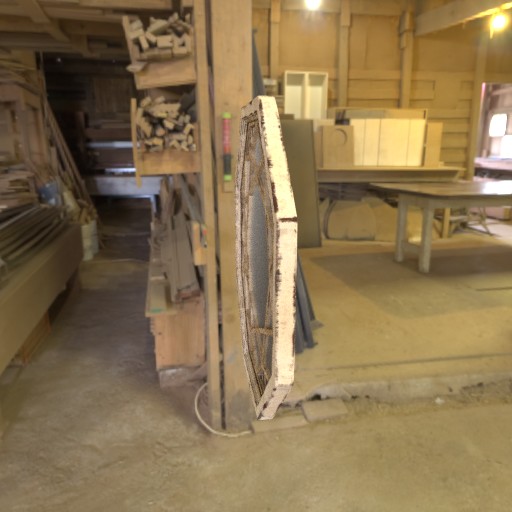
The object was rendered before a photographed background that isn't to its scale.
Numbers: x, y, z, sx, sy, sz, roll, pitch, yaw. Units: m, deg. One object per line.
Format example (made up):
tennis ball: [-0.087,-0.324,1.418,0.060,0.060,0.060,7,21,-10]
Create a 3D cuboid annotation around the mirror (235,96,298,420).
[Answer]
mirror: [0.000,0.000,0.987,0.031,0.648,0.648,-2,14,-8]
